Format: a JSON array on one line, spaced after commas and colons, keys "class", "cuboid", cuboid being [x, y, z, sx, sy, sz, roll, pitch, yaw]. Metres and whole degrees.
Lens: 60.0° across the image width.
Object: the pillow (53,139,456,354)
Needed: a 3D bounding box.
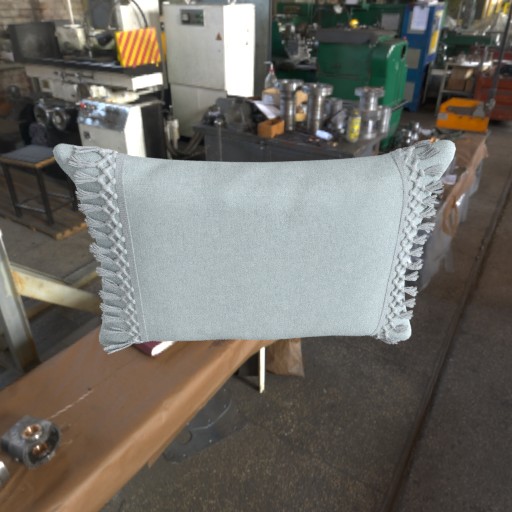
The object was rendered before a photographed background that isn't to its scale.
[{"class": "pillow", "cuboid": [0.000, 0.000, 0.584, 0.466, 0.305, 0.084, -1, 30, -1]}]
